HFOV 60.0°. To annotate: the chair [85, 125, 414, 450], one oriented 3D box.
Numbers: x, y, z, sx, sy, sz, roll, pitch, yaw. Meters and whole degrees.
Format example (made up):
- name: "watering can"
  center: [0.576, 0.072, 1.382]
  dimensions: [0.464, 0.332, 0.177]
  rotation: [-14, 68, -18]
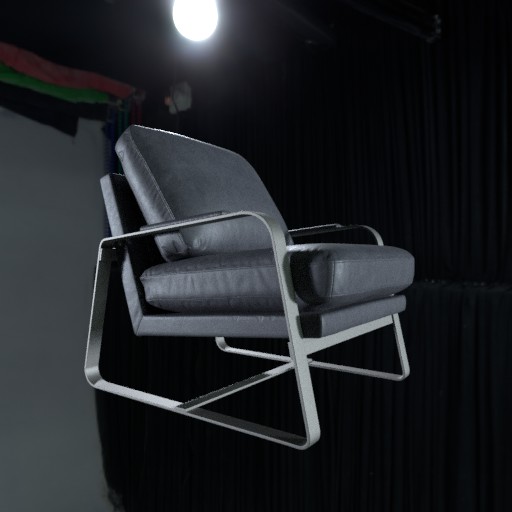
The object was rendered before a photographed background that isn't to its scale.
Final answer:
- name: "chair"
  center: [0.000, 0.000, 1.460]
  dimensions: [0.878, 0.839, 0.692]
  rotation: [0, 0, 36]
